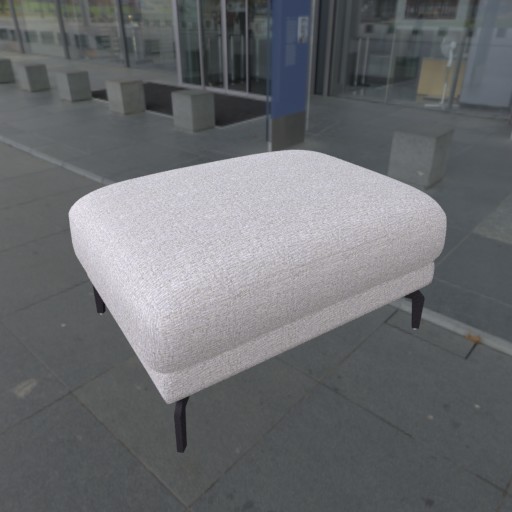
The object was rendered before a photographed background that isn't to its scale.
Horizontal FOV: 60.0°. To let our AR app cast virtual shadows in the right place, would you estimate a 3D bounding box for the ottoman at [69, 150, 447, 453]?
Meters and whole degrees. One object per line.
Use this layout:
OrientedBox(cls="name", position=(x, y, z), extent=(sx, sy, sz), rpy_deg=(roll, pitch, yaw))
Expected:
OrientedBox(cls="ottoman", position=(0.000, 0.000, 1.109), extent=(0.772, 0.420, 0.568), rpy_deg=(-18, 34, -29))
